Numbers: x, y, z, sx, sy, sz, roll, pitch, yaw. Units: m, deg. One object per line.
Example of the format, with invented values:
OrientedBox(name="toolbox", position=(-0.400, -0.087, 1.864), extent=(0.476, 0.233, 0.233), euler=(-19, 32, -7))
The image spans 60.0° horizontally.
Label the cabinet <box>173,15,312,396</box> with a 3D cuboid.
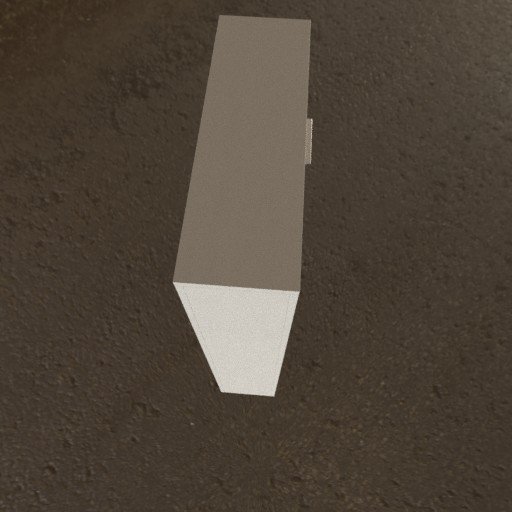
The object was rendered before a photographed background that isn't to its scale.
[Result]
OrientedBox(name="cabinet", position=(0.000, 0.000, 1.557), extent=(0.250, 1.280, 0.750), euler=(4, 64, 2))
